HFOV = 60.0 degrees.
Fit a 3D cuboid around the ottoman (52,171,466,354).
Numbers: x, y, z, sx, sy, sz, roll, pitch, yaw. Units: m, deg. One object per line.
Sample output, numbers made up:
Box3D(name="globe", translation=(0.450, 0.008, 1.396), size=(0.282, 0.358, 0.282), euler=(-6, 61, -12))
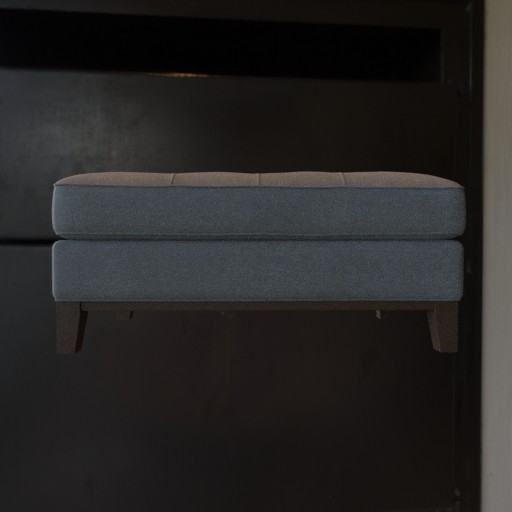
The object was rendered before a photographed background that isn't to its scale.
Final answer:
Box3D(name="ottoman", translation=(0.000, 0.000, 1.495), size=(1.143, 0.514, 0.648), euler=(0, 1, -1))
